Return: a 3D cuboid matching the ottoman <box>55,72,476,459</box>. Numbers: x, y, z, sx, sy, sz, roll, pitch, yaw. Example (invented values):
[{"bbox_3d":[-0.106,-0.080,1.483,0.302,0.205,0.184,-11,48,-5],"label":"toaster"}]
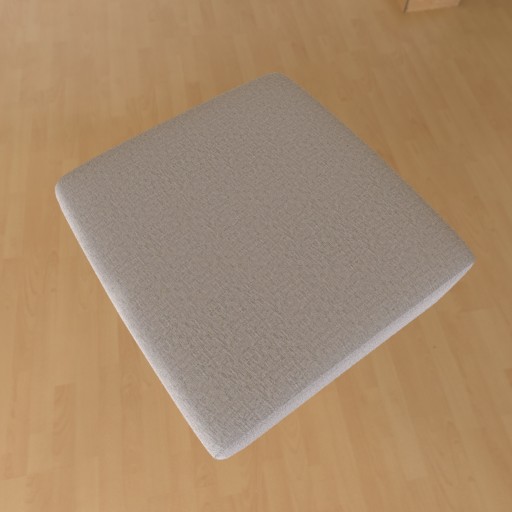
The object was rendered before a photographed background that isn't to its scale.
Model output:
[{"bbox_3d":[0.000,0.000,1.040,0.648,0.399,0.655,-32,67,-16],"label":"ottoman"}]
